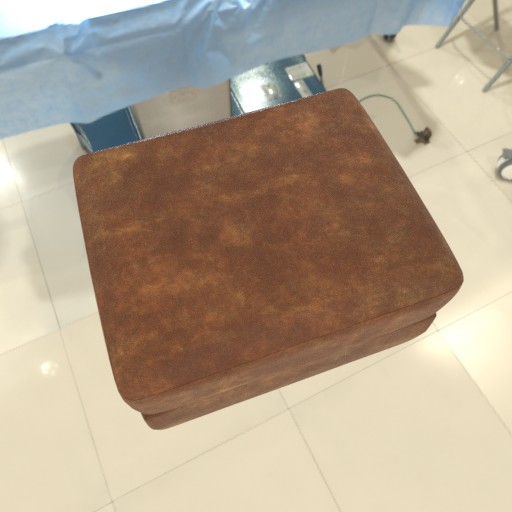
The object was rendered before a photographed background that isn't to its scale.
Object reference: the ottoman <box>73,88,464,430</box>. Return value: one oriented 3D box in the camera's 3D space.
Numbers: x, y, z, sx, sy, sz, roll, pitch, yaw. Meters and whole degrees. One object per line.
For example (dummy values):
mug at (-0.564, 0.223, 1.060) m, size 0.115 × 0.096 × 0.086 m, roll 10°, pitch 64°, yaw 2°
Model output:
ottoman at (0.000, 0.000, 1.117) m, size 0.751 × 0.476 × 0.603 m, roll -17°, pitch 65°, yaw -9°
